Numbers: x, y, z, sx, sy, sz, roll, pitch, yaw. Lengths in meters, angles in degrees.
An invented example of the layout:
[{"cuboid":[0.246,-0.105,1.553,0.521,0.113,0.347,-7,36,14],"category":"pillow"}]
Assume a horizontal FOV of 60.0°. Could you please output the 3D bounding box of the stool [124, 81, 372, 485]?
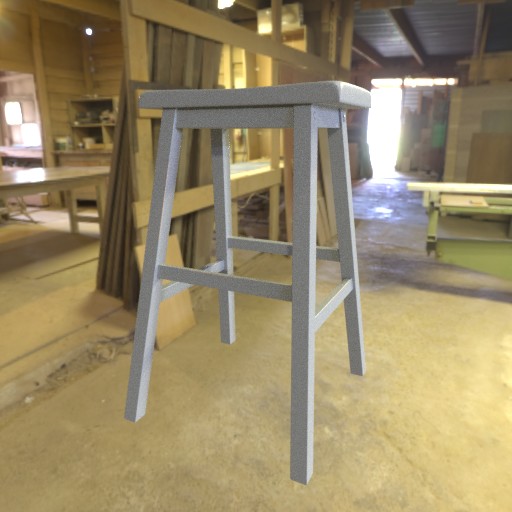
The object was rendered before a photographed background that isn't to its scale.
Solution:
[{"cuboid":[0.000,0.000,1.052,0.457,0.737,0.476,8,17,26],"category":"stool"}]
